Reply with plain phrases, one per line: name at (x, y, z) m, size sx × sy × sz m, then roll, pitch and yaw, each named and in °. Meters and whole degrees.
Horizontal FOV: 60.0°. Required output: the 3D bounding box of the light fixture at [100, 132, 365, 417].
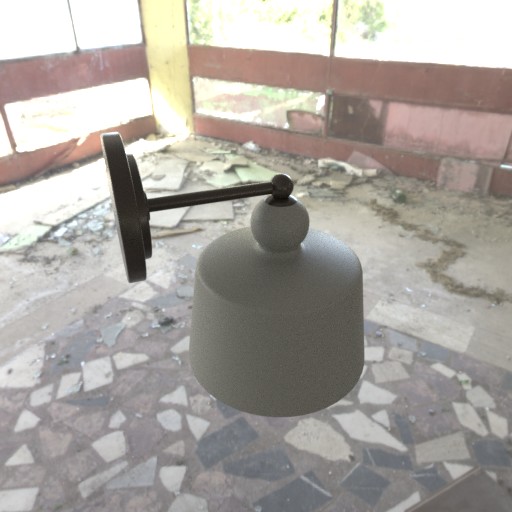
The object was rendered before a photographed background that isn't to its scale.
light fixture at (0.000, 0.000, 0.448) m, size 0.254 × 0.268 × 0.204 m, roll -11°, pitch 33°, yaw -18°
